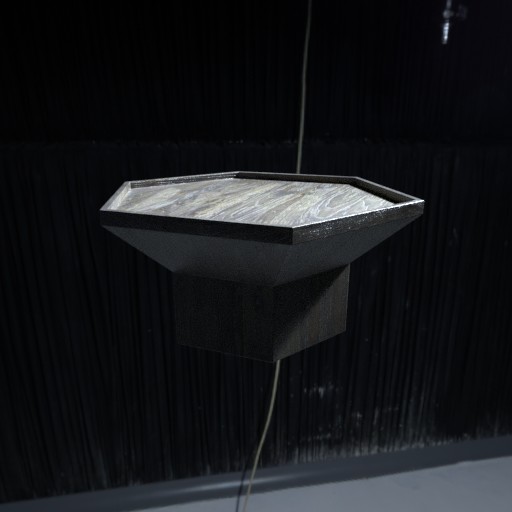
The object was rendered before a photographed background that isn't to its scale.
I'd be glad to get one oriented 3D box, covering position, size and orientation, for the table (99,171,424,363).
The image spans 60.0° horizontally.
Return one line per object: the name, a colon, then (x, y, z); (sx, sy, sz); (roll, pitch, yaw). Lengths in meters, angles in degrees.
table: (0.000, 0.000, 1.635); (0.966, 0.488, 1.115); (-3, 18, -8)
